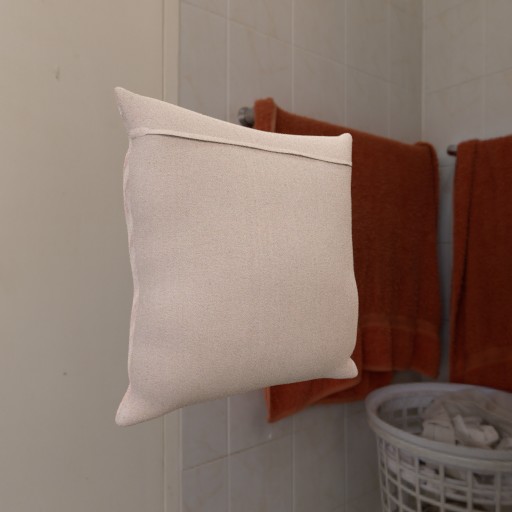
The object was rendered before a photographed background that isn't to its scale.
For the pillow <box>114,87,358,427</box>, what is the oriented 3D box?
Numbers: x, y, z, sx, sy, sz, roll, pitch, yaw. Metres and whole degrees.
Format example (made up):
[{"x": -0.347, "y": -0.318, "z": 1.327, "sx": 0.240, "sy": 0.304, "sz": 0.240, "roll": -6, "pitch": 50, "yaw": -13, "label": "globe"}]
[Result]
[{"x": 0.000, "y": 0.000, "z": 0.684, "sx": 0.440, "sy": 0.441, "sz": 0.182, "roll": 0, "pitch": 1, "yaw": -36, "label": "pillow"}]
